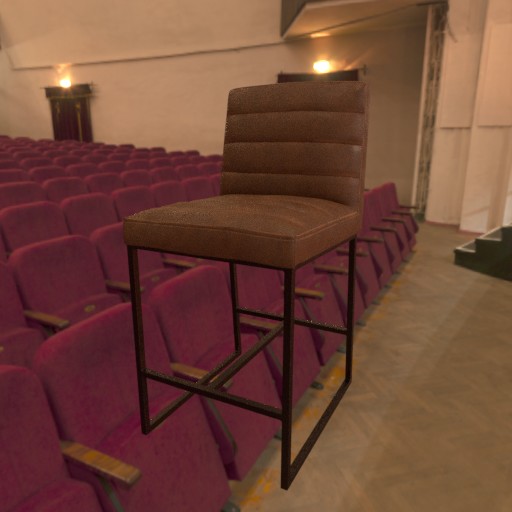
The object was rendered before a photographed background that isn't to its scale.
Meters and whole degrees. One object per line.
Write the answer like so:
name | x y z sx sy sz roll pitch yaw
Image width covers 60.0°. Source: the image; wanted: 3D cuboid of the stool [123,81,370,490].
stool | 0.000 0.000 1.218 0.463 0.942 0.562 8 17 27
